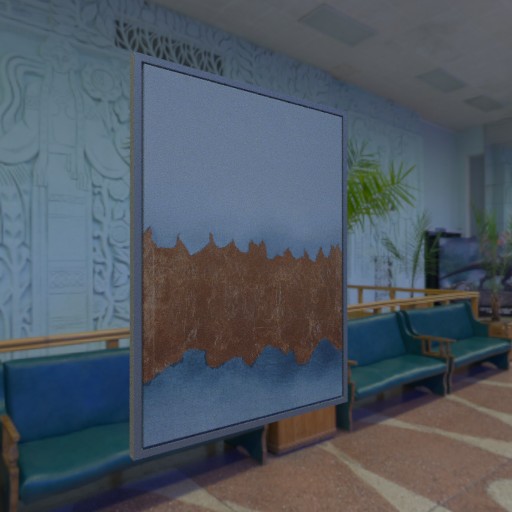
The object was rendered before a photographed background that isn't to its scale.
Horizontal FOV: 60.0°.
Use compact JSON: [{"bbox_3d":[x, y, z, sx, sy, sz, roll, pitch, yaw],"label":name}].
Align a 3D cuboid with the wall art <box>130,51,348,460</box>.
[{"bbox_3d":[0.000,0.000,1.373,0.789,1.042,0.034,0,0,-36],"label":"wall art"}]
